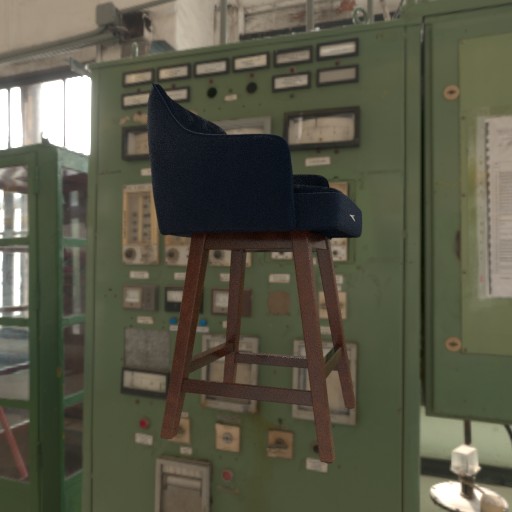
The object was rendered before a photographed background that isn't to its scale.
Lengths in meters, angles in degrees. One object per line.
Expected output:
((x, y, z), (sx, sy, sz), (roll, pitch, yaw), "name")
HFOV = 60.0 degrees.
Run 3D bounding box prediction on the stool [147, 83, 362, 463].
((0.000, 0.000, 1.277), (0.560, 0.940, 0.550), (0, -1, 19), "stool")
